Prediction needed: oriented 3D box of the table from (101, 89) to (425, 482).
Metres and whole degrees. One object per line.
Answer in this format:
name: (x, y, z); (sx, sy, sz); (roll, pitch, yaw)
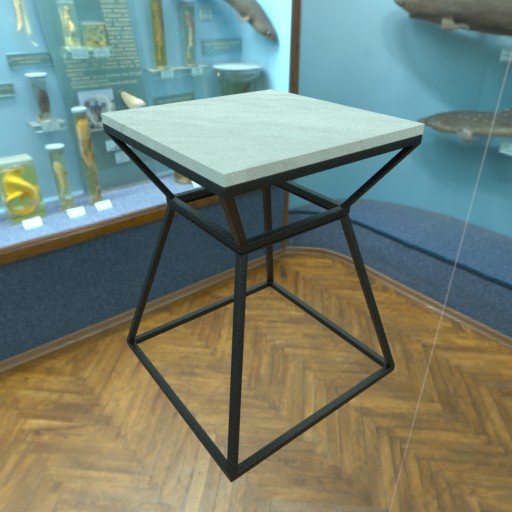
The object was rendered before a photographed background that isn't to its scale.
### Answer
table: (0.000, 0.000, 0.917); (0.455, 0.559, 0.455); (-21, 36, -31)
